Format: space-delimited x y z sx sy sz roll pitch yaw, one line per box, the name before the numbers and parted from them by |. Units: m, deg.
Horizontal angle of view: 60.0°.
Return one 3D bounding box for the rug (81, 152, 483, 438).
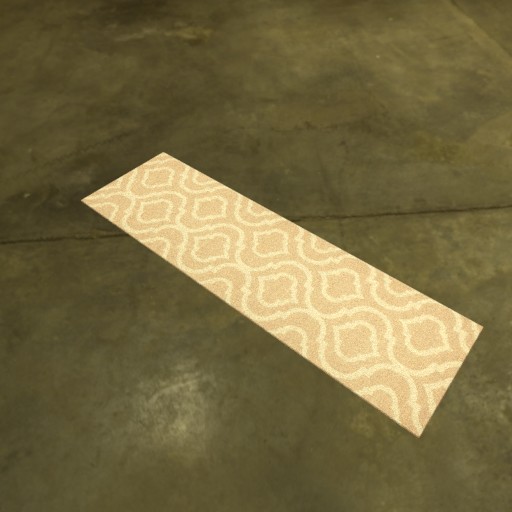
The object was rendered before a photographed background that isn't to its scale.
rug | 0.000 0.000 2.459 2.289 0.013 0.691 32 55 26
